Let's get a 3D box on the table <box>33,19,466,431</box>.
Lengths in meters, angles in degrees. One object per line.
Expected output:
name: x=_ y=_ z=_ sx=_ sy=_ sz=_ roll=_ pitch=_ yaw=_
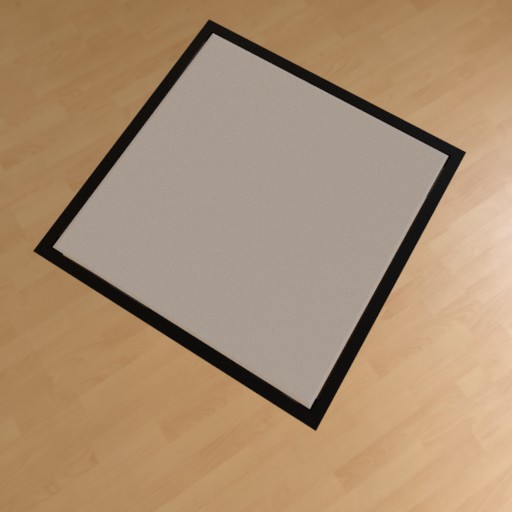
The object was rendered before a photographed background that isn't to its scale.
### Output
table: x=0.000 y=0.000 z=0.792 sx=0.378 sy=0.540 sz=0.378 roll=31 pitch=78 yaw=7
